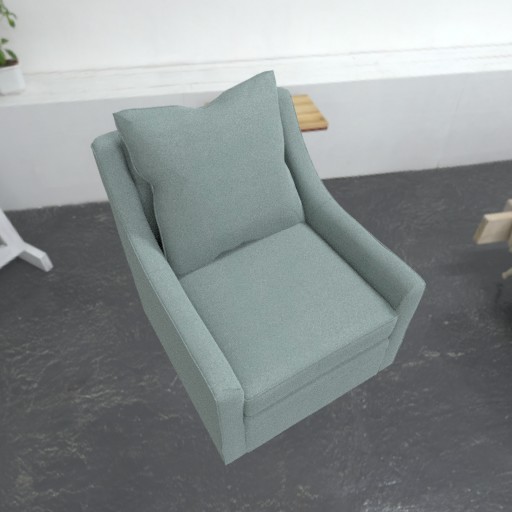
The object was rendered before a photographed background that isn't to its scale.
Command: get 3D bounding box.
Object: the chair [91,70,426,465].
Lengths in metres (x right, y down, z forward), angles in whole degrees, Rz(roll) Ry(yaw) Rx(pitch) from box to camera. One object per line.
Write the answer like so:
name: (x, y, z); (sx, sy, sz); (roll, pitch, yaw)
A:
chair: (0.000, 0.000, 1.555); (0.760, 0.926, 0.870); (-23, 51, -21)
